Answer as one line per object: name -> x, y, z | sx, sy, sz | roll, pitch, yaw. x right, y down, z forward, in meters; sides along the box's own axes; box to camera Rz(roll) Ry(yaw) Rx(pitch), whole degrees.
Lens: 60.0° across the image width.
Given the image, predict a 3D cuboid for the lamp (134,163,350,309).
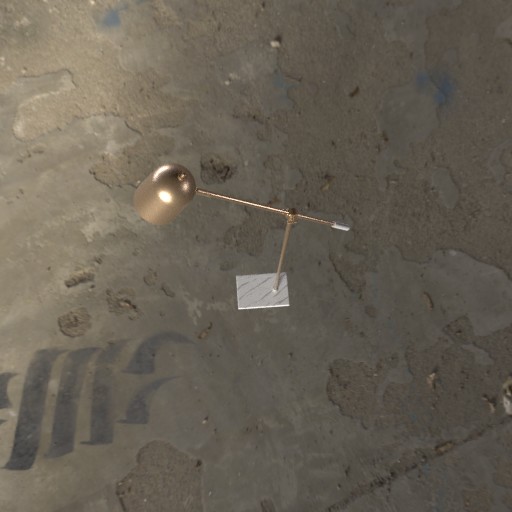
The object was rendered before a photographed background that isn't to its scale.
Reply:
lamp -> 0.000, 0.000, 1.827 | 0.653, 1.594, 0.194 | -4, 75, -1
